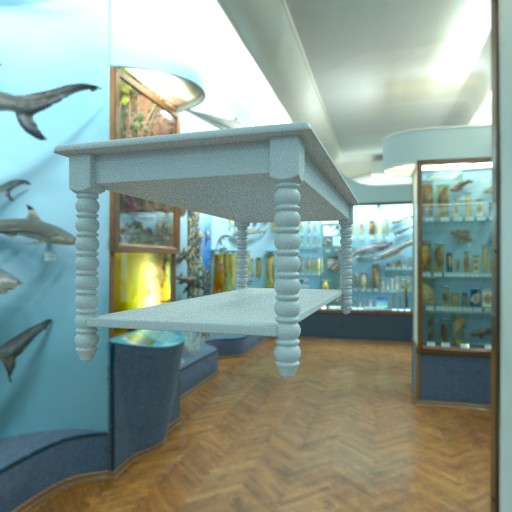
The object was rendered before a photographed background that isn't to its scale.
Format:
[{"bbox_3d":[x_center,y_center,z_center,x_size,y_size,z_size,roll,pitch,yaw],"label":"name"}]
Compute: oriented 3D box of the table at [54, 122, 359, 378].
[{"bbox_3d":[0.000,0.000,1.451,0.580,0.487,1.171,0,-1,18],"label":"table"}]
